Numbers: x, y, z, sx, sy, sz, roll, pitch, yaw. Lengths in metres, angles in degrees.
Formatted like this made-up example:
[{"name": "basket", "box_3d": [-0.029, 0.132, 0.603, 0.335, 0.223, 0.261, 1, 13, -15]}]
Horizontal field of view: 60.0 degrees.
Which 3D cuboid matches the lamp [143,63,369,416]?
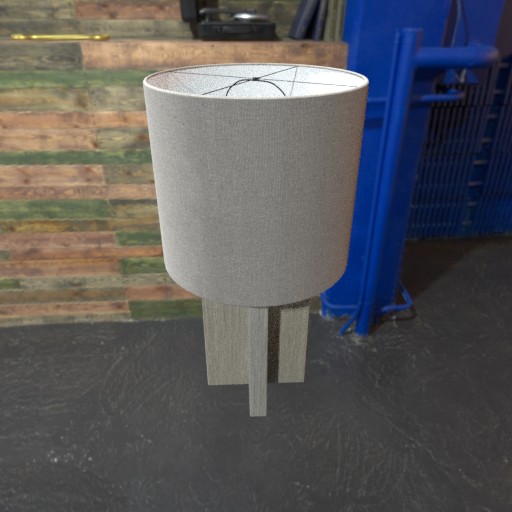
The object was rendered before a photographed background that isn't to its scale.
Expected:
[{"name": "lamp", "box_3d": [0.000, 0.000, 0.565, 0.229, 0.428, 0.229, -1, 30, -2]}]
